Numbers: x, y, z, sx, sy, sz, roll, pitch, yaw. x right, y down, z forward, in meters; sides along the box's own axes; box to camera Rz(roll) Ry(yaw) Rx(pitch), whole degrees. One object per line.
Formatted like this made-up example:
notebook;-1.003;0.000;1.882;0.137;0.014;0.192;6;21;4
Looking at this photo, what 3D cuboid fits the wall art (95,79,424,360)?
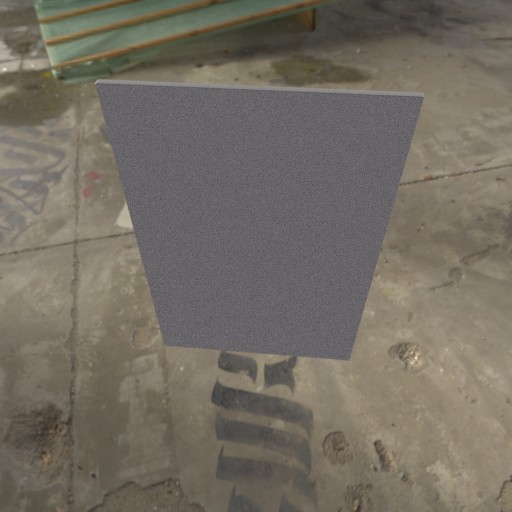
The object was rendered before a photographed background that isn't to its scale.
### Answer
wall art;0.000;0.000;0.616;0.329;0.482;0.011;4;46;4
